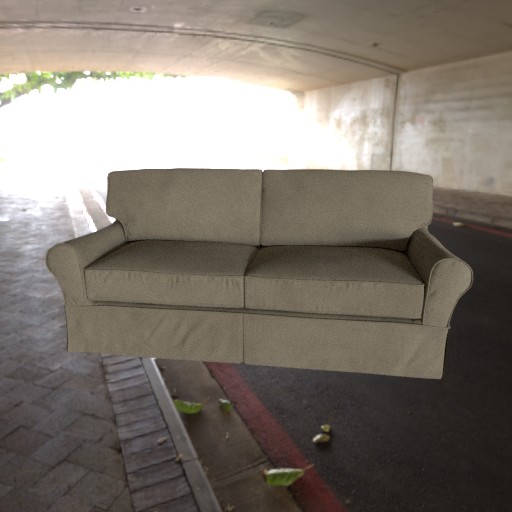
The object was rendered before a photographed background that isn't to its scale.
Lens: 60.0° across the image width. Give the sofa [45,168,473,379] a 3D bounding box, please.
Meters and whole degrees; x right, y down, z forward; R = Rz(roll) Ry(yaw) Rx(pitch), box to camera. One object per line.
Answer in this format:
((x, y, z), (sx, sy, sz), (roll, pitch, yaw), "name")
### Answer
((0.000, 0.000, 2.701), (2.246, 1.014, 0.900), (2, 15, 8), "sofa")
